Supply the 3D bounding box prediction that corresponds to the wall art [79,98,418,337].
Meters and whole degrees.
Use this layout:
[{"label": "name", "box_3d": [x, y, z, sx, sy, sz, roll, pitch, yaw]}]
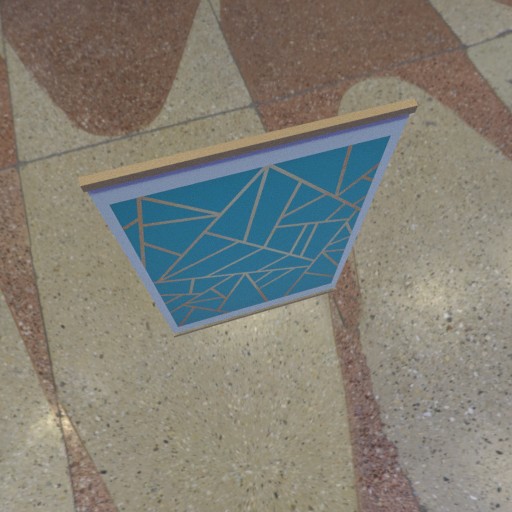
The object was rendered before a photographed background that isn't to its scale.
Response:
[{"label": "wall art", "box_3d": [0.000, 0.000, 1.936, 0.990, 1.519, 0.030, -15, 65, -7]}]
